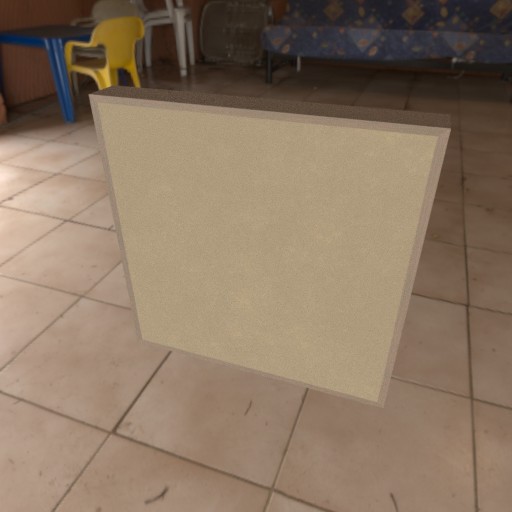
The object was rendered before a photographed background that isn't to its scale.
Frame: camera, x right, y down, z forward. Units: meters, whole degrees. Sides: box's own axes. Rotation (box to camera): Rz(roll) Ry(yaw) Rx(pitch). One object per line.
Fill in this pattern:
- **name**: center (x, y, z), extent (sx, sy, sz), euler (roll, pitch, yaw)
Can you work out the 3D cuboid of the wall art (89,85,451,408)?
- **wall art**: center (0.000, 0.000, 0.452), extent (0.304, 0.303, 0.038), euler (11, 35, 16)
